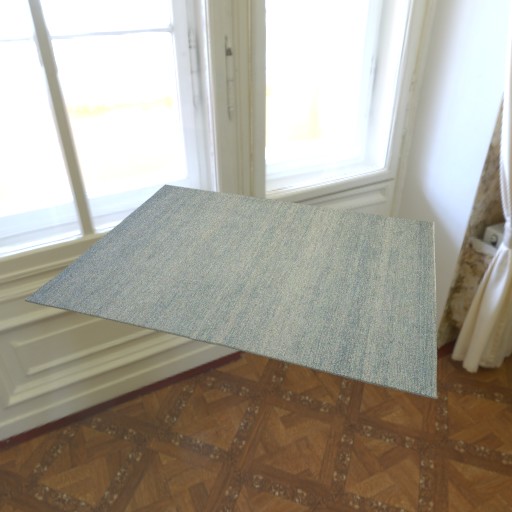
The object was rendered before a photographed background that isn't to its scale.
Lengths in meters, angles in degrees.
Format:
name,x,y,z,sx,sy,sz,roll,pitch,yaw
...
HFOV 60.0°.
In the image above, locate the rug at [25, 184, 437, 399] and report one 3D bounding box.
name,x,y,z,sx,sy,sz,roll,pitch,yaw
rug,0.000,0.000,4.204,3.237,0.046,2.461,10,34,15
